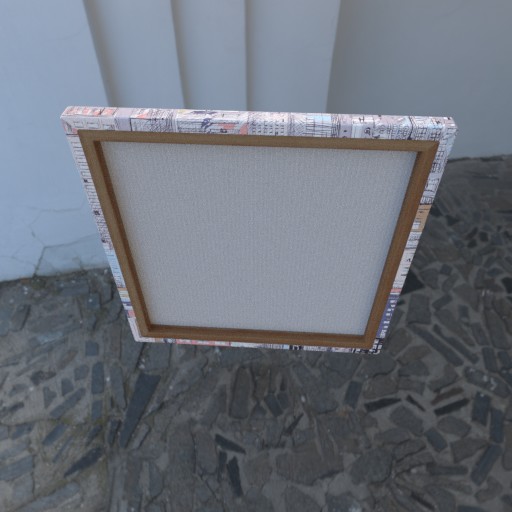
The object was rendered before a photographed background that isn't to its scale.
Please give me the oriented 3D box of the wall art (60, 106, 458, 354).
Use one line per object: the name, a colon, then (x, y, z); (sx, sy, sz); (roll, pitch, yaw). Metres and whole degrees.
wall art: (0.000, 0.000, 1.125); (0.761, 0.762, 0.048); (2, 45, 2)
